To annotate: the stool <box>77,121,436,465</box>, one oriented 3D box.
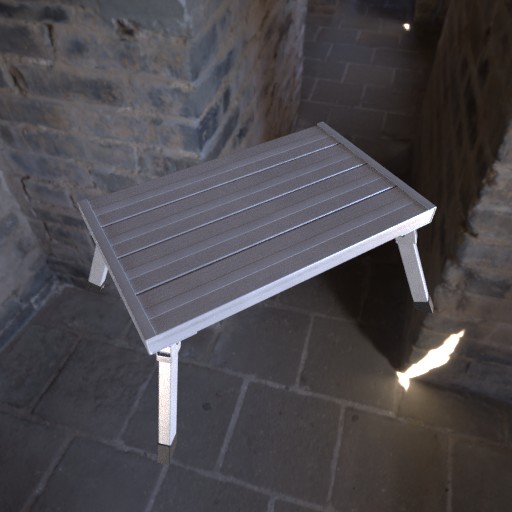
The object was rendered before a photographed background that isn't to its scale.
[{"bbox_3d":[0.000,0.000,0.739,0.535,0.225,0.385,-23,51,-20],"label":"stool"}]
